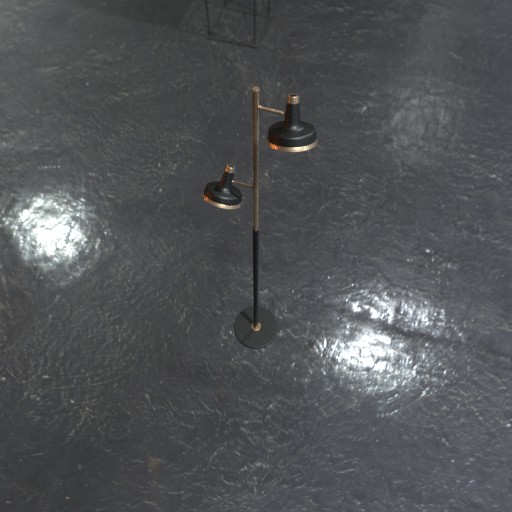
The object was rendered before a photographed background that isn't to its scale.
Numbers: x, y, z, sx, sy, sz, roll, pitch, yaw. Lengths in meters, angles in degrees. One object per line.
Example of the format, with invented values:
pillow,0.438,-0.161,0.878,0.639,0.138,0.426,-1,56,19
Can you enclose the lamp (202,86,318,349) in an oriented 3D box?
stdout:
lamp,0.000,0.000,1.821,0.351,1.674,0.253,16,62,9
